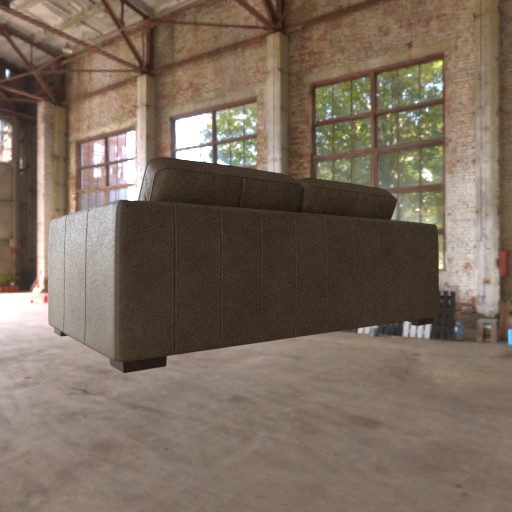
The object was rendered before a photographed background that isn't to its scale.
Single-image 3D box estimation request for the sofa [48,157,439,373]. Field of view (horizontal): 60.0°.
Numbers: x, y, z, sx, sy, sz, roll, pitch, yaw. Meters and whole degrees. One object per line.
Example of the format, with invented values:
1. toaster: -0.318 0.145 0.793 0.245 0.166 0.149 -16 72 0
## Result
1. sofa: 0.000 0.000 2.438 1.920 0.800 1.070 0 0 -37
